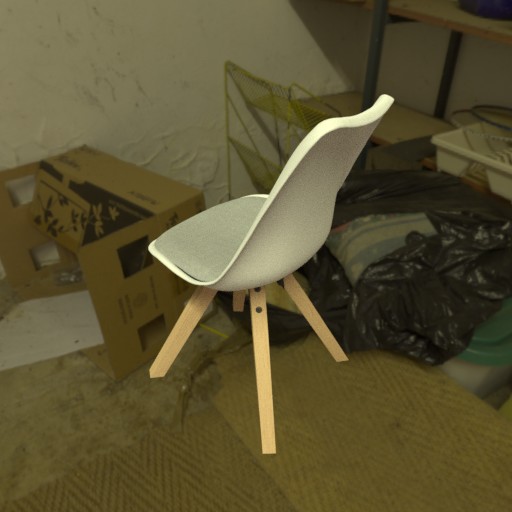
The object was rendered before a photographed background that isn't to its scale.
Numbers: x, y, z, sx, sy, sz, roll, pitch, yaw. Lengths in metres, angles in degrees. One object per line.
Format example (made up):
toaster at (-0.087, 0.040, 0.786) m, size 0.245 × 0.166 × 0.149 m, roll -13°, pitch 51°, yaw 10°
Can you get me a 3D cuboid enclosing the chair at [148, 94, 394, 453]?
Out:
chair at (0.000, 0.000, 1.181) m, size 0.550 × 0.850 × 0.485 m, roll 22°, pitch 38°, yaw 31°
